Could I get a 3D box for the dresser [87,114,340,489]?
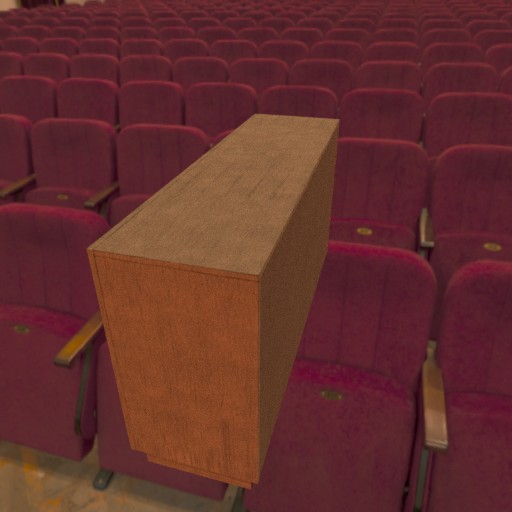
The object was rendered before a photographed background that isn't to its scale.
[{"bbox_3d":[0.000,0.000,2.030,0.483,0.889,1.628,8,32,14],"label":"dresser"}]
